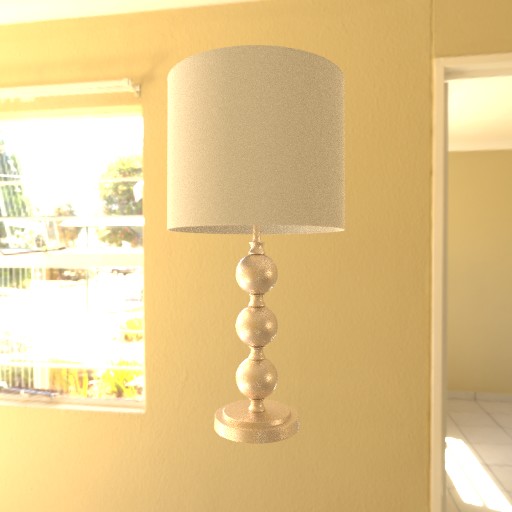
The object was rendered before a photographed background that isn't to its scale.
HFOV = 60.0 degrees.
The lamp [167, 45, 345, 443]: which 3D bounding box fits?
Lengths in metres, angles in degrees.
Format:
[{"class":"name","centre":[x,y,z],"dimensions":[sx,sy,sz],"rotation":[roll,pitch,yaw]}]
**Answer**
[{"class":"lamp","centre":[0.000,0.000,0.702],"dimensions":[0.277,0.538,0.277],"rotation":[0,0,-1]}]
